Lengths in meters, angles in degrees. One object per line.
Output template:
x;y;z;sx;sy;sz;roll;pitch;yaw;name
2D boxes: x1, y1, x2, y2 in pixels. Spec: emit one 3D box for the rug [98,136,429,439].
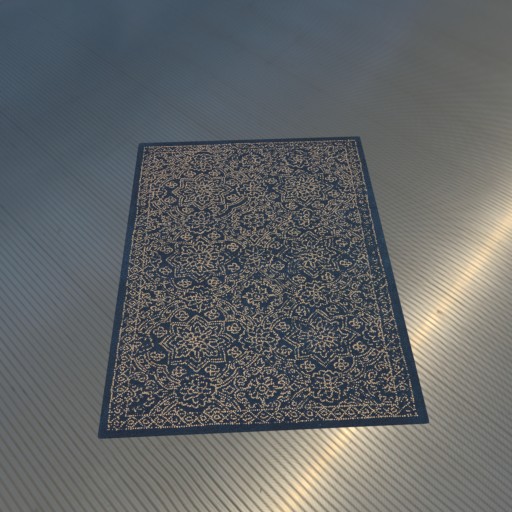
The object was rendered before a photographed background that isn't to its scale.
0.000;0.000;4.065;2.438;0.010;3.048;-2;57;-1;rug
